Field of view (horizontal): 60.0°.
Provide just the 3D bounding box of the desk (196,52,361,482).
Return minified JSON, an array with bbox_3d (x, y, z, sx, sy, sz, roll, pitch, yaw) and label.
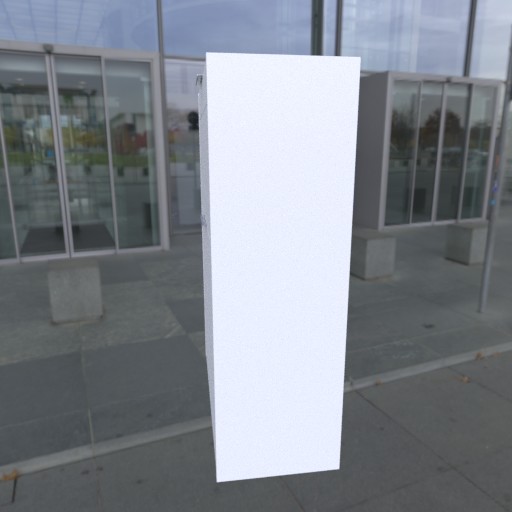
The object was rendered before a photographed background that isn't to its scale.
[{"bbox_3d":[0.000,0.000,1.603,0.390,1.190,0.850,-2,14,-8],"label":"desk"}]
